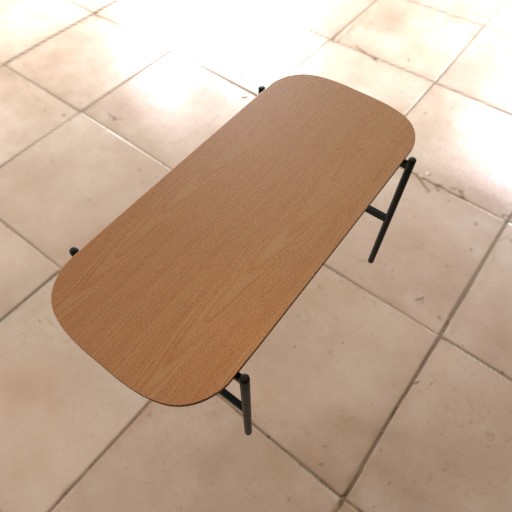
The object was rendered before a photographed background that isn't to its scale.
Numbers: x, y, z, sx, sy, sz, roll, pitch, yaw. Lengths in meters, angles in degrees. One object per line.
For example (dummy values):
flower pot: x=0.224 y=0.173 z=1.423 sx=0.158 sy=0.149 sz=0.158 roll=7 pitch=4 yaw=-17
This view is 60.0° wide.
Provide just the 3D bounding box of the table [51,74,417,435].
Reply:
table: x=0.000 y=0.000 z=1.016 sx=0.400 sy=0.400 sz=0.800 roll=32 pitch=63 yaw=19
